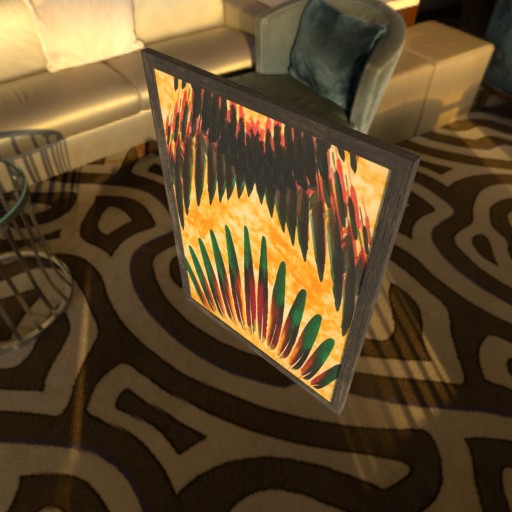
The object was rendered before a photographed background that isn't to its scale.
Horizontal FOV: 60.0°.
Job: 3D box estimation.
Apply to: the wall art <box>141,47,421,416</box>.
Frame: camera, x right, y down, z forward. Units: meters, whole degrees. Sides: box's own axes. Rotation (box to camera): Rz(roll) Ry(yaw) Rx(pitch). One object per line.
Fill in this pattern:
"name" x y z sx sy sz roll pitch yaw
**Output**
"wall art" 0.000 0.000 1.402 0.812 1.066 0.029 32 54 28
